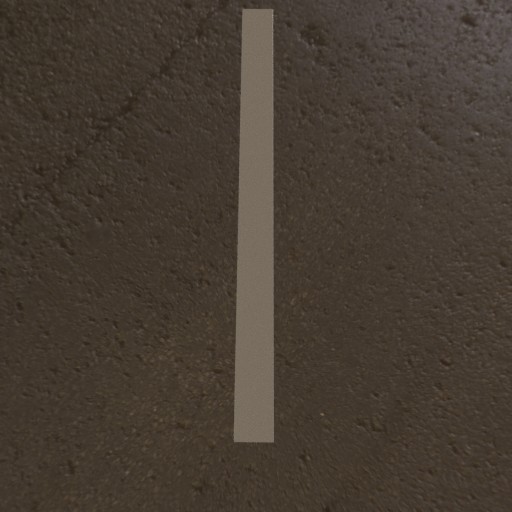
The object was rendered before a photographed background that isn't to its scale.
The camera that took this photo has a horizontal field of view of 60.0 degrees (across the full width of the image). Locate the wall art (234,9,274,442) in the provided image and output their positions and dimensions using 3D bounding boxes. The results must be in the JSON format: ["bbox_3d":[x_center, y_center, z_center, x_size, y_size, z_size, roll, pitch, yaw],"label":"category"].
[{"bbox_3d":[0.000,0.000,0.735,0.038,0.505,0.506,0,75,0],"label":"wall art"}]
